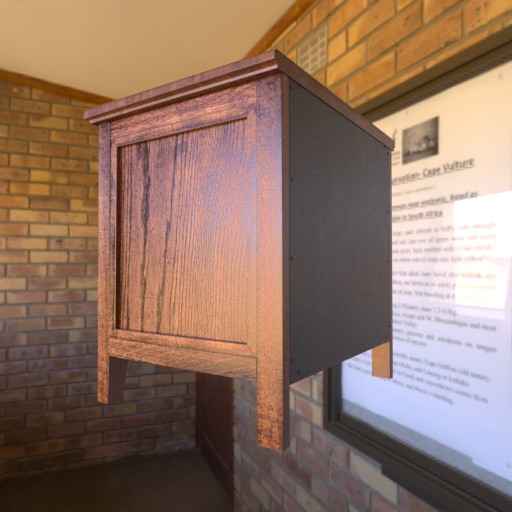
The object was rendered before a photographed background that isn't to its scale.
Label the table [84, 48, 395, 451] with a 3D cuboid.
[{"bbox_3d":[0.000,0.000,1.013,0.461,0.597,0.586,-1,-2,34],"label":"table"}]
